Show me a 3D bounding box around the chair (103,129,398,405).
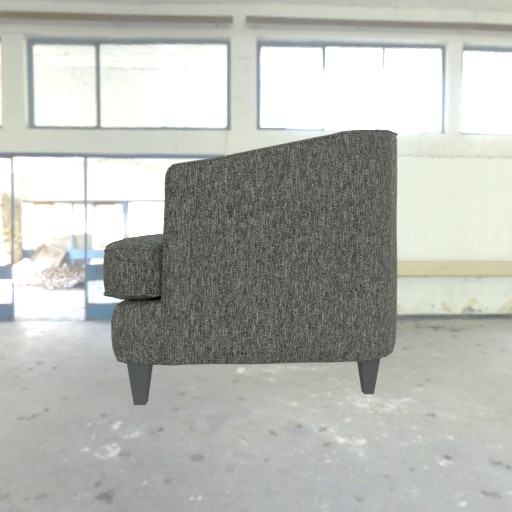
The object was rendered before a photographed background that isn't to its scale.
[{"bbox_3d":[0.000,0.000,1.798,0.941,0.852,1.104,0,2,-1],"label":"chair"}]
